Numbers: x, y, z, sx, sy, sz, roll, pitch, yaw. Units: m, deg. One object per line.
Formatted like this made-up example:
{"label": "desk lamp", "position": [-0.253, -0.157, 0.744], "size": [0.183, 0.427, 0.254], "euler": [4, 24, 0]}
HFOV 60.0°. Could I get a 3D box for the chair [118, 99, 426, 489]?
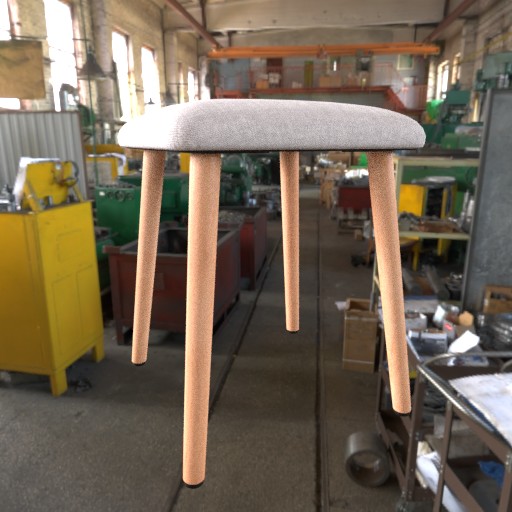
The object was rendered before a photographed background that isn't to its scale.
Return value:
{"label": "chair", "position": [0.000, 0.000, 0.675], "size": [0.350, 0.440, 0.350], "euler": [-7, 16, -25]}
